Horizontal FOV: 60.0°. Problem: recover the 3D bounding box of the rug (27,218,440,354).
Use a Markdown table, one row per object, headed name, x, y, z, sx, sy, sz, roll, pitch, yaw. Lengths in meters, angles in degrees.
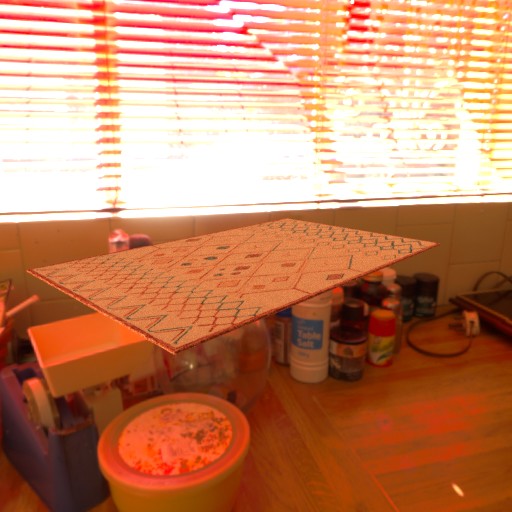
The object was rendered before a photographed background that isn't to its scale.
| name | x | y | z | sx | sy | sz | roll | pitch | yaw |
| --- | --- | --- | --- | --- | --- | --- | --- | --- | --- |
| rug | 0.000 | 0.000 | 3.023 | 1.524 | 0.015 | 2.438 | 14 | 21 | 42 |
